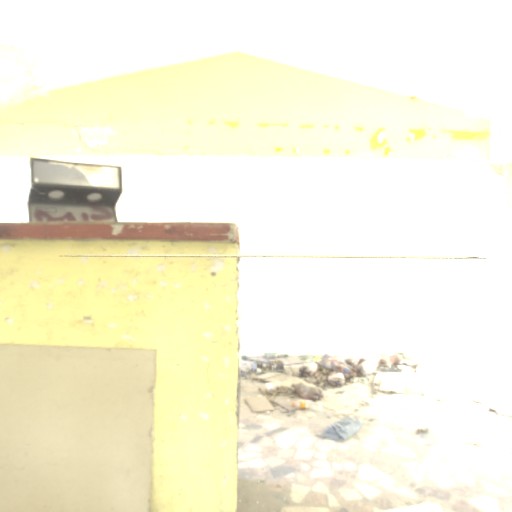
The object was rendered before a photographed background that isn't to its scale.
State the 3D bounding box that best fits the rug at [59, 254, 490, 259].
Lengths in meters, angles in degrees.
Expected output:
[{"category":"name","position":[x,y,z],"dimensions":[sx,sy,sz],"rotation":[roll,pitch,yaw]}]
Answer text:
[{"category":"rug","position":[0.000,0.000,2.597],"dimensions":[2.372,0.008,0.620],"rotation":[0,1,19]}]
